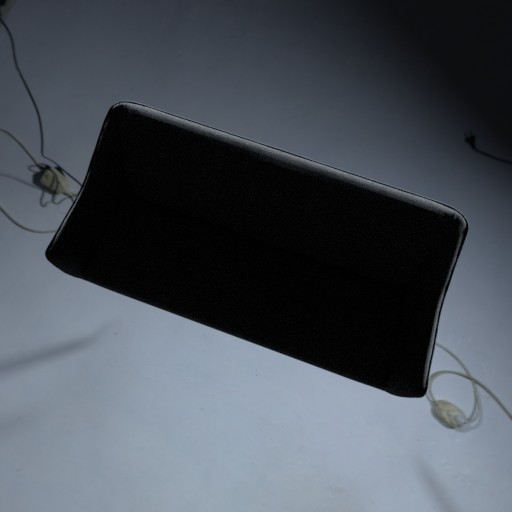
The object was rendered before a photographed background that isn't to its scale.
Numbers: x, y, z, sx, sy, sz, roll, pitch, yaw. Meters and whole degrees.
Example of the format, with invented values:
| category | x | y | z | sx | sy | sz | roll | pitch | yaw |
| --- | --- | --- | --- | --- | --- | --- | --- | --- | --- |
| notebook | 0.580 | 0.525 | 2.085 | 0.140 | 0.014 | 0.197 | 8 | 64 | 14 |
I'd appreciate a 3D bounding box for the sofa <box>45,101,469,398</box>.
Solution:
| category | x | y | z | sx | sy | sz | roll | pitch | yaw |
| --- | --- | --- | --- | --- | --- | --- | --- | --- | --- |
| sofa | 0.000 | 0.000 | 2.361 | 1.928 | 0.829 | 0.867 | 19 | 76 | 5 |
